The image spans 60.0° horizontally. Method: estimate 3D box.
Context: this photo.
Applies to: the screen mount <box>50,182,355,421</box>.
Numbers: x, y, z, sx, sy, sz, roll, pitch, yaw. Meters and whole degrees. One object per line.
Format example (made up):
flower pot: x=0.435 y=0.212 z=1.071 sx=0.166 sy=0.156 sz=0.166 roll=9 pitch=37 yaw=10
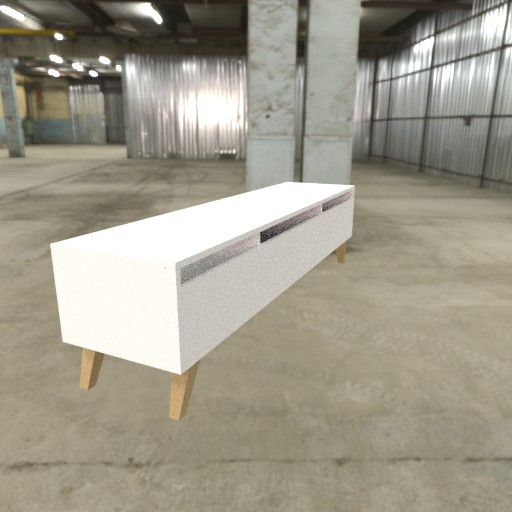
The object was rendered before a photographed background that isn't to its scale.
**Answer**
screen mount: x=0.000 y=0.000 z=1.847 sx=0.399 sy=0.432 sz=1.644 roll=8 pitch=17 yaw=25
